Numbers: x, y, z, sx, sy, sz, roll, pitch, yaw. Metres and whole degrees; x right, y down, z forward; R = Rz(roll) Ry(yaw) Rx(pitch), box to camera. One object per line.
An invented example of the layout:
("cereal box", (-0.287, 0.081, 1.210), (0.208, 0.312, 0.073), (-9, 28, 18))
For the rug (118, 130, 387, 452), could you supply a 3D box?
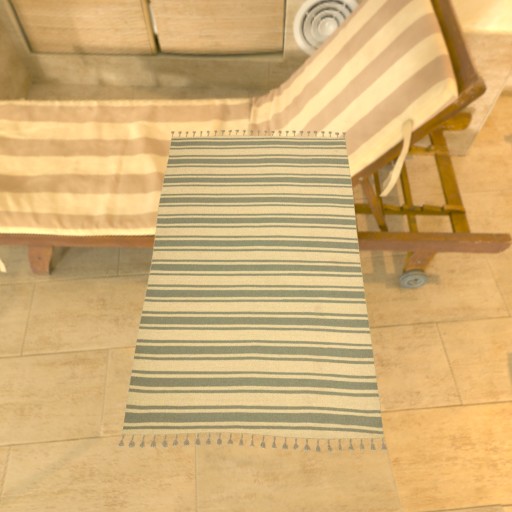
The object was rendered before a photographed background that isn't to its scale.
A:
("rug", (0.000, 0.000, 2.556), (1.222, 0.009, 2.084), (1, 58, 0))
